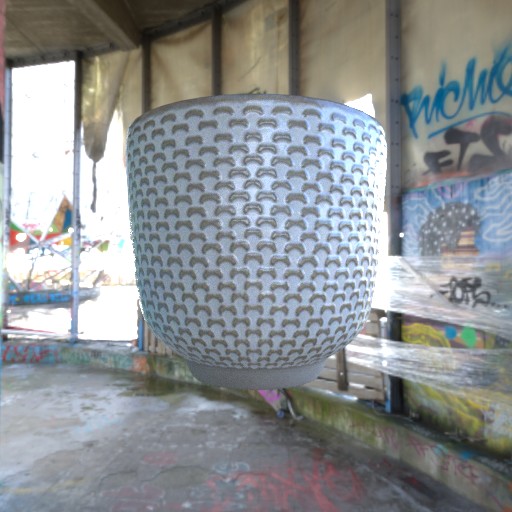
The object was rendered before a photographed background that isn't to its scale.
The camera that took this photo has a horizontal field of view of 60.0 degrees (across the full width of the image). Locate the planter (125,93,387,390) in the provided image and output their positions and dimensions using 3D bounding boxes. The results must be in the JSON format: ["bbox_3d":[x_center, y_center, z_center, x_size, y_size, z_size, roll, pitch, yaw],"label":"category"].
[{"bbox_3d":[0.000,0.000,0.304,0.173,0.160,0.173,0,-1,0],"label":"planter"}]
